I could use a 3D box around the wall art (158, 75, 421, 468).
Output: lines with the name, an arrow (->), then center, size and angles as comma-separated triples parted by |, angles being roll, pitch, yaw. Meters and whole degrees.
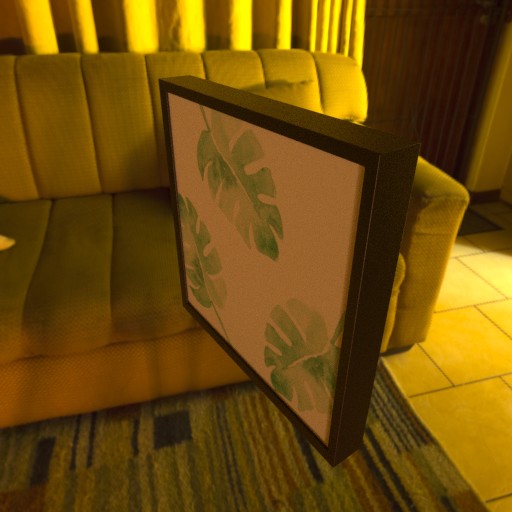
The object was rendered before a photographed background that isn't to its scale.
wall art -> 0.000, 0.000, 0.453 | 0.038, 0.304, 0.304 | -20, 37, -30
